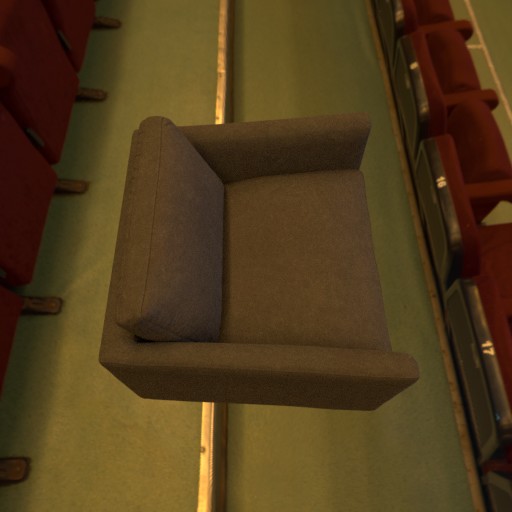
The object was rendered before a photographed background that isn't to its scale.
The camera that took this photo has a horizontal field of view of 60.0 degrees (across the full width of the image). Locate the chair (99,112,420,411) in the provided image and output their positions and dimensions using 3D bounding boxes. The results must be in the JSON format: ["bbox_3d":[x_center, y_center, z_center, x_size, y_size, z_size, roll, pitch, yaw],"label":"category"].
[{"bbox_3d":[0.000,0.000,1.911,1.091,0.845,1.190,-1,61,-1],"label":"chair"}]
